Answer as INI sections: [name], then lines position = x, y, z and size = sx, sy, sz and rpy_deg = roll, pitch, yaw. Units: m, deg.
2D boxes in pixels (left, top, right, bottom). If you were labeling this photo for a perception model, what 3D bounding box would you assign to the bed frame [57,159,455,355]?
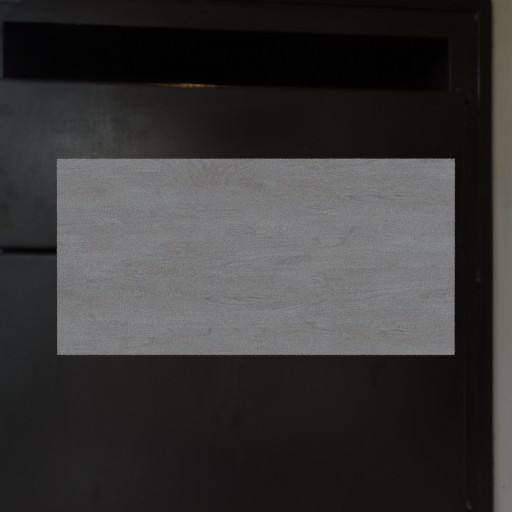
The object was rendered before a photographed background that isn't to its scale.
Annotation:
[bed frame]
position = 0.000, 0.000, 2.789
size = 1.622, 0.800, 1.960
rpy_deg = 0, 0, 0
